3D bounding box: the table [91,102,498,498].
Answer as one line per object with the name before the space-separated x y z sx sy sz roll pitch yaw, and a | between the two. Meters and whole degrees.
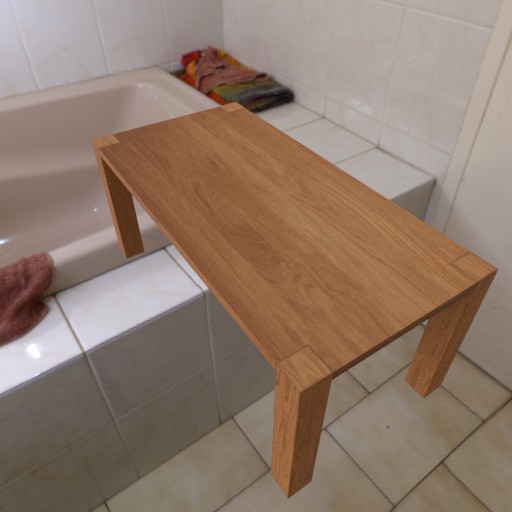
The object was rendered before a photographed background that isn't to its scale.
table | 0.000 0.000 2.220 0.900 0.760 1.800 -24 47 -25
